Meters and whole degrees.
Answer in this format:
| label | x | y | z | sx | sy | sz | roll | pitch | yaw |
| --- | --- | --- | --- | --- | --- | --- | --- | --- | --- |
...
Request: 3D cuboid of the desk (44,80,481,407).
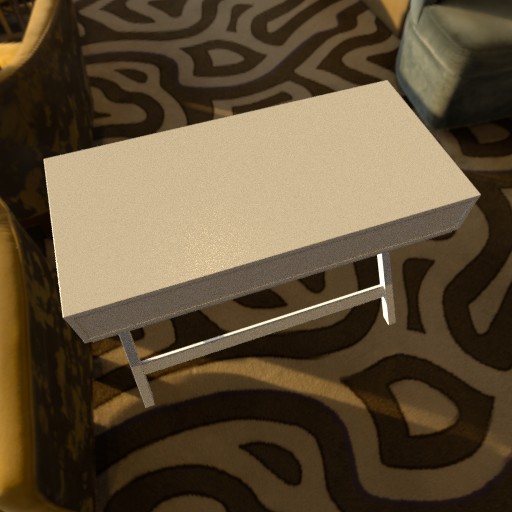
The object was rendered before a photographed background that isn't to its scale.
| label | x | y | z | sx | sy | sz | roll | pitch | yaw |
| --- | --- | --- | --- | --- | --- | --- | --- | --- | --- |
| desk | 0.000 | 0.000 | 1.508 | 1.059 | 0.780 | 0.509 | -16 | 58 | -10 |
